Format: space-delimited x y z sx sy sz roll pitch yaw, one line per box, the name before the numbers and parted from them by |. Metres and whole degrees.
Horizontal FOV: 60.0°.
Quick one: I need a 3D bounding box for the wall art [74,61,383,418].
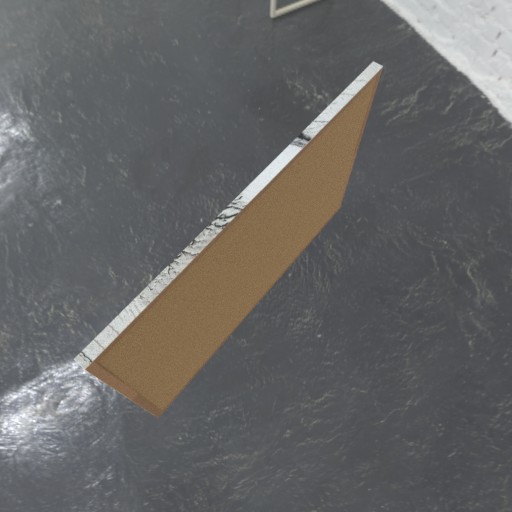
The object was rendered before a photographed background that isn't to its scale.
wall art | 0.000 0.000 1.442 0.035 0.758 1.141 36 68 17
